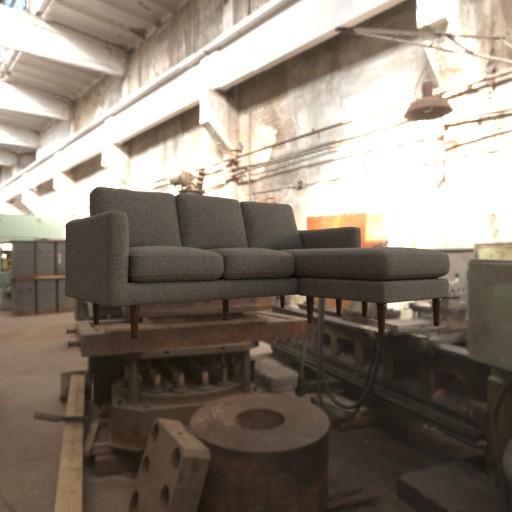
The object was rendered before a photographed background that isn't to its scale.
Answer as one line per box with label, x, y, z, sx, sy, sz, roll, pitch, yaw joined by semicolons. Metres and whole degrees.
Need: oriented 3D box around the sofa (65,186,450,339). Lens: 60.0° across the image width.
sofa;0.000;0.000;3.013;2.055;0.957;1.667;0;-1;-37
